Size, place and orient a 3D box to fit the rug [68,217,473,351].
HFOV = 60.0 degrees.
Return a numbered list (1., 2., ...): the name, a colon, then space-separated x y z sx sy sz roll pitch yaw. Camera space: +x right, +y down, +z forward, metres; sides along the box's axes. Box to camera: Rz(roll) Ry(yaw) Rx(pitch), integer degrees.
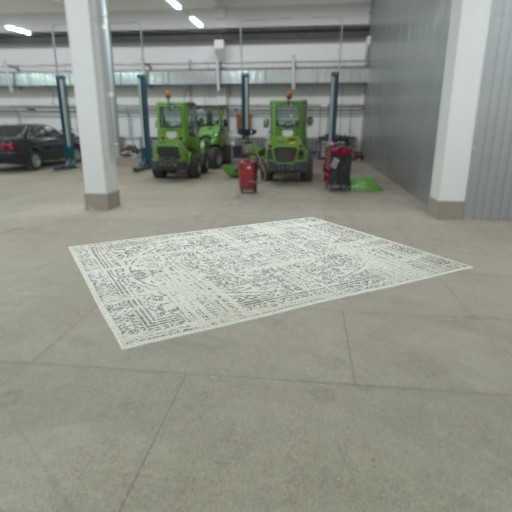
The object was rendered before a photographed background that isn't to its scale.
1. rug: 0.000 0.000 4.012 2.921 0.032 2.311 -9 19 -27
